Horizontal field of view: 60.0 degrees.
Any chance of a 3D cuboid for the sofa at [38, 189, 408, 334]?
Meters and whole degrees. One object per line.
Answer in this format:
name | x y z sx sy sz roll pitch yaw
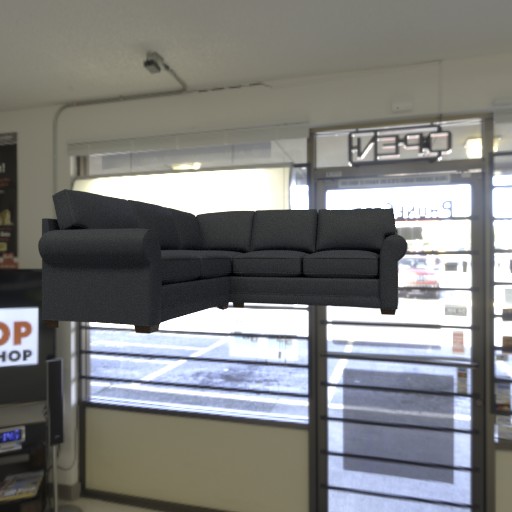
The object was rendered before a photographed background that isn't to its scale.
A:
sofa | 0.000 0.000 3.942 2.562 1.042 2.487 0 0 18
